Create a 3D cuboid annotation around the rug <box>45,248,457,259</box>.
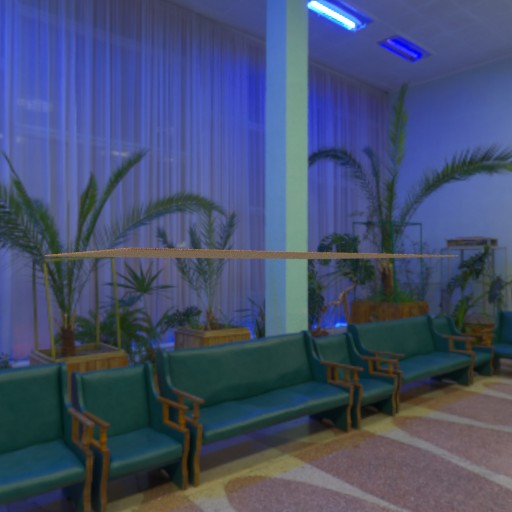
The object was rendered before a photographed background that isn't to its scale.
[{"bbox_3d":[0.000,0.000,2.943,2.285,0.006,1.524,1,-1,-36],"label":"rug"}]
